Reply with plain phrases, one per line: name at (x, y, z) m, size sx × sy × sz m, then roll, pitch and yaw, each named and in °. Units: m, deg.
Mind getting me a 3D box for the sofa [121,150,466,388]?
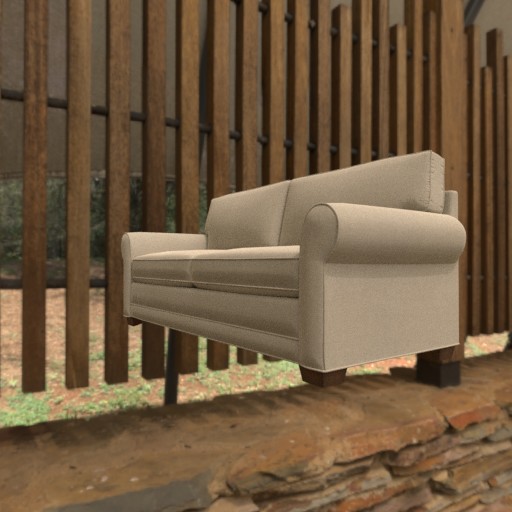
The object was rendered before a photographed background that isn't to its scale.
sofa at (0.000, 0.000, 2.604) m, size 0.901 × 0.962 × 2.146 m, roll 1°, pitch -1°, yaw -36°
